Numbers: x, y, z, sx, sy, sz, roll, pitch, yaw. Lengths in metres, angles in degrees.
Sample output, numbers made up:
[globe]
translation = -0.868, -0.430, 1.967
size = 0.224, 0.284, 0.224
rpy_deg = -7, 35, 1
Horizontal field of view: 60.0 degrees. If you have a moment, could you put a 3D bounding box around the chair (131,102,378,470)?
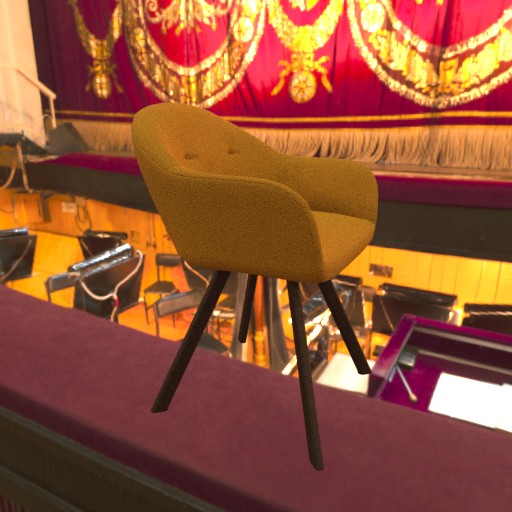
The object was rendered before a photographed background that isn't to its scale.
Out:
[chair]
translation = 0.000, 0.000, 1.170
size = 0.565, 0.775, 0.545
rpy_deg = 9, 19, 26
